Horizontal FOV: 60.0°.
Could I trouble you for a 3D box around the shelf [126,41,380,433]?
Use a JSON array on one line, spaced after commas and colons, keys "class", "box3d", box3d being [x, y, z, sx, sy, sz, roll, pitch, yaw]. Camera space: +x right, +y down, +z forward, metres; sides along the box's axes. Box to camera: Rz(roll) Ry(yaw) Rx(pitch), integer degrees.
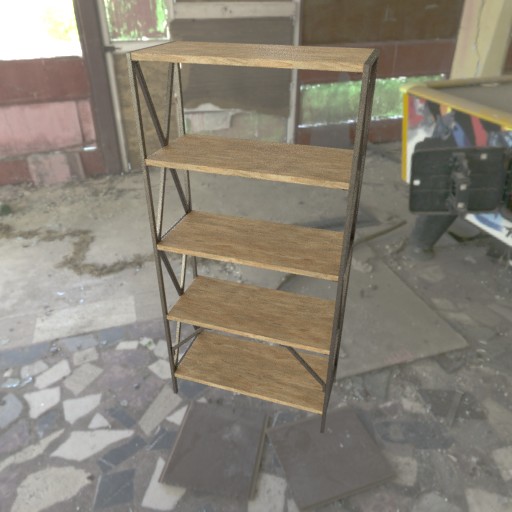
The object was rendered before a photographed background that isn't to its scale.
[{"class": "shelf", "box3d": [0.000, 0.000, 2.130, 0.874, 1.803, 0.386, 10, 33, 15]}]
